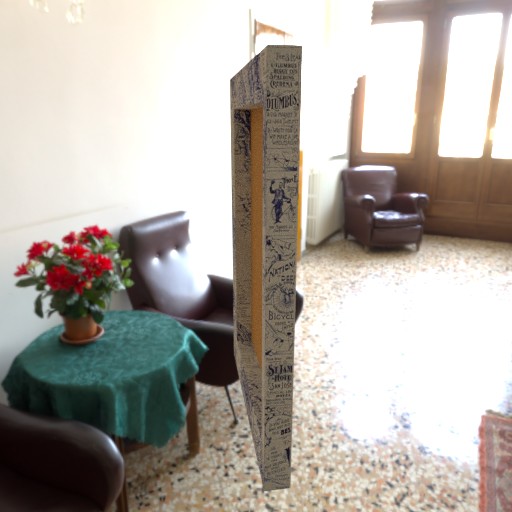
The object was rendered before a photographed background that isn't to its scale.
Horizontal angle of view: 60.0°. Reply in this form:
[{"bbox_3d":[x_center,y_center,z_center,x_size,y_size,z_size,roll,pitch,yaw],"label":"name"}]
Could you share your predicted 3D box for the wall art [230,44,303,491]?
[{"bbox_3d":[0.000,0.000,0.761,0.040,0.601,0.408,-3,17,-9],"label":"wall art"}]
